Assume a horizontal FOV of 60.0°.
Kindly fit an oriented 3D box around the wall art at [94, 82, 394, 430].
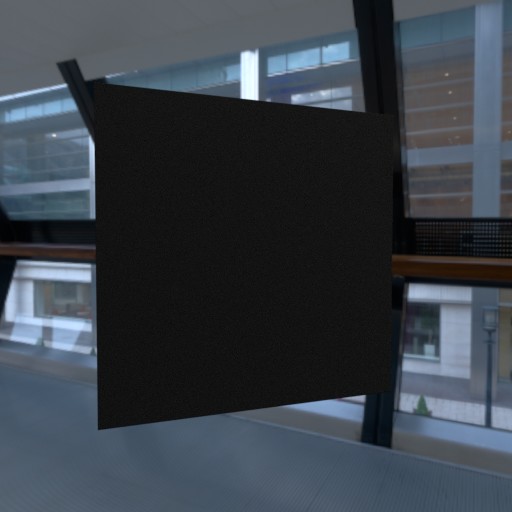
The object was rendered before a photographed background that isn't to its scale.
[{"bbox_3d":[0.000,0.000,0.453,0.308,0.305,0.030,-1,2,-19],"label":"wall art"}]
